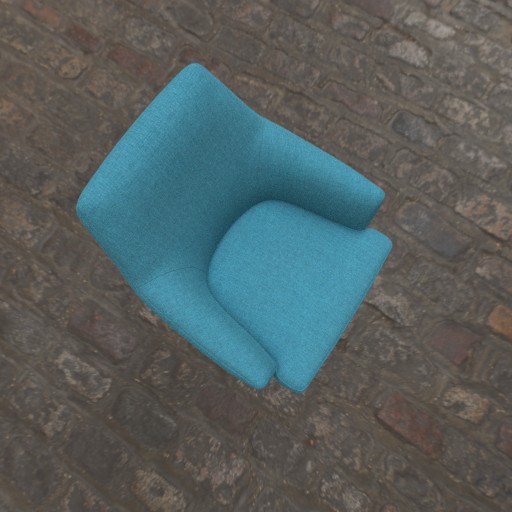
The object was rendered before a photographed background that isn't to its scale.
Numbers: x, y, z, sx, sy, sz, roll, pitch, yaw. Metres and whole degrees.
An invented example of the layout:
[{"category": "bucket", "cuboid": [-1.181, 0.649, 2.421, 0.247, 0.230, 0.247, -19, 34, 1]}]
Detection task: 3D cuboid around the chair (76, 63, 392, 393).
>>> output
[{"category": "chair", "cuboid": [0.000, 0.000, 1.336, 0.677, 0.874, 0.642, 33, 78, 8]}]
